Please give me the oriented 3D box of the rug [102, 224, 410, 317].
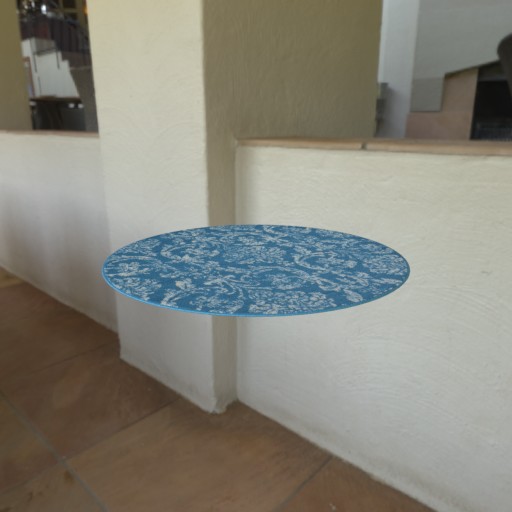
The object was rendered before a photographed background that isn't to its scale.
[{"bbox_3d":[0.000,0.000,2.414,1.593,0.012,1.593,0,16,0],"label":"rug"}]
